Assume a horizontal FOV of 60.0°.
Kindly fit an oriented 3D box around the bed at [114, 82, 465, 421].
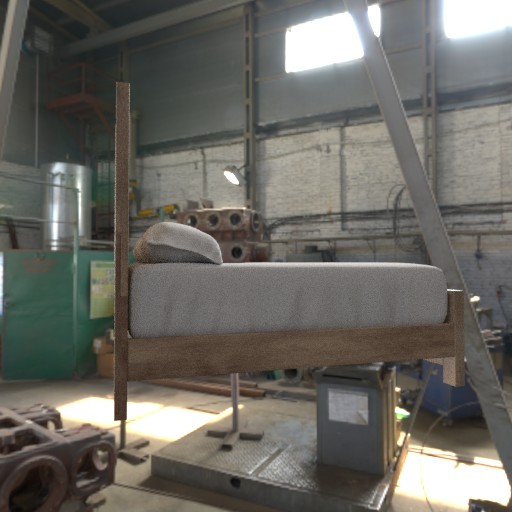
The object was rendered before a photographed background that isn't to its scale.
[{"bbox_3d":[0.000,0.000,3.394,2.062,1.626,2.032,0,-1,-18],"label":"bed"}]
